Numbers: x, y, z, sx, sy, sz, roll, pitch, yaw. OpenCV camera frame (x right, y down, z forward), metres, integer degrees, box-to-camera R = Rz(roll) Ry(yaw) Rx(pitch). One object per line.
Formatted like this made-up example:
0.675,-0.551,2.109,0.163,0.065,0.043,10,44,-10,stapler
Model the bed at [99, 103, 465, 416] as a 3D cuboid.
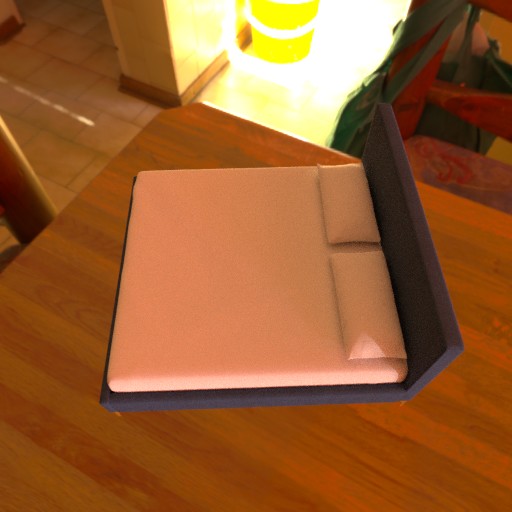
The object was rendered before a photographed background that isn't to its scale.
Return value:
0.000,0.000,3.461,2.232,1.231,2.096,-2,57,-1,bed
